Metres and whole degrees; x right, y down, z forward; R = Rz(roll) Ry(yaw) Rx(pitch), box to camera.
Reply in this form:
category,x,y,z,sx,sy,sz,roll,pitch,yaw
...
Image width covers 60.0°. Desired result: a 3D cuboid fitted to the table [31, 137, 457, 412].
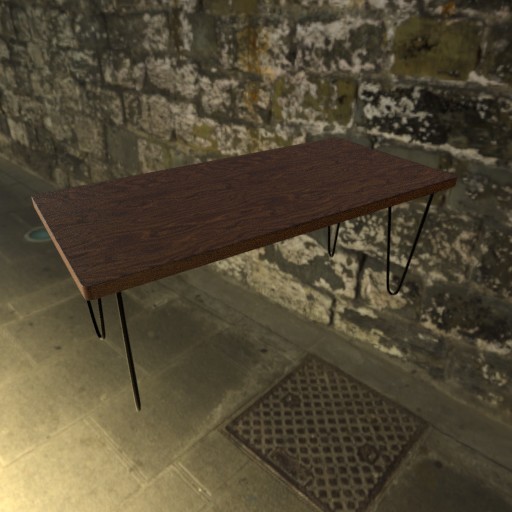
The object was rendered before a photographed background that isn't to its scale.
category,x,y,z,sx,sy,sz,roll,pitch,yaw
table,0.000,0.000,2.238,1.791,0.753,0.883,-18,34,-28
